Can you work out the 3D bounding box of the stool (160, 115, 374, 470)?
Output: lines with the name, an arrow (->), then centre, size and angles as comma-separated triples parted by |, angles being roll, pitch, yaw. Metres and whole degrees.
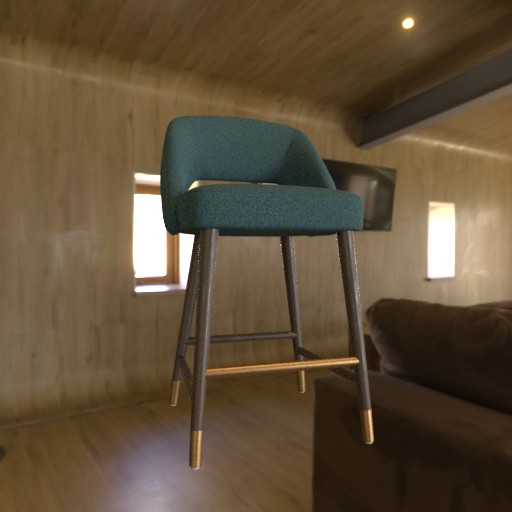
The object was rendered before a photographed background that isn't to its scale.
stool -> 0.000, 0.000, 1.282 | 0.536, 0.939, 0.522 | 0, 1, -17
